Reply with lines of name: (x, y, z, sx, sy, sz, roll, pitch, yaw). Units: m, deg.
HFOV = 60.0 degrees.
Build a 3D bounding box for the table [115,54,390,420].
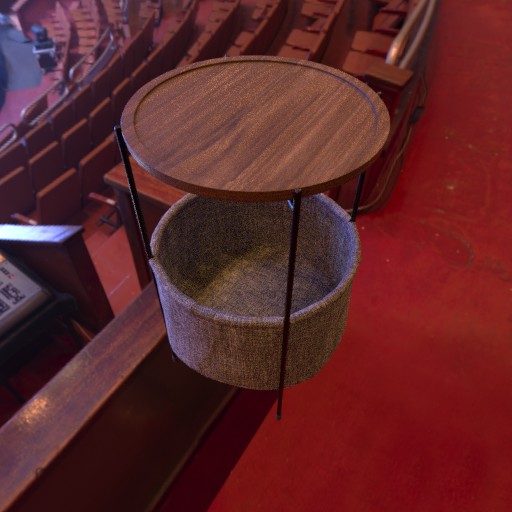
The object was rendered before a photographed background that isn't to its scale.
table: (0.000, 0.000, 0.873, 0.400, 0.623, 0.400, 23, 51, 21)
